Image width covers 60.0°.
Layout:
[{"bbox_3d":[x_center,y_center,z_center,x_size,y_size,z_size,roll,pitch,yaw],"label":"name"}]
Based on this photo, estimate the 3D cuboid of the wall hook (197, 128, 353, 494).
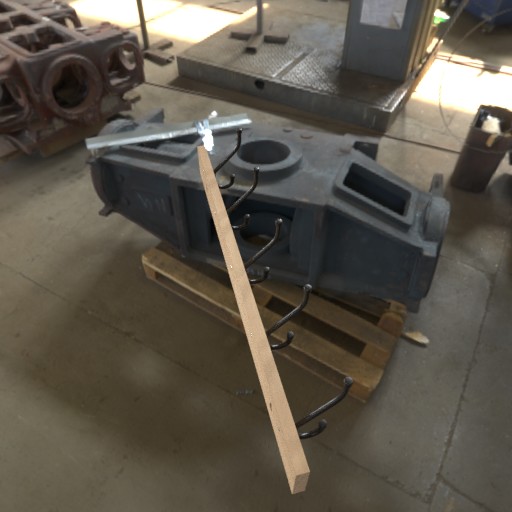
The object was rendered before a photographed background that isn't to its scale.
[{"bbox_3d":[0.000,0.000,0.614,0.071,0.117,0.571,-11,48,-10],"label":"wall hook"}]
